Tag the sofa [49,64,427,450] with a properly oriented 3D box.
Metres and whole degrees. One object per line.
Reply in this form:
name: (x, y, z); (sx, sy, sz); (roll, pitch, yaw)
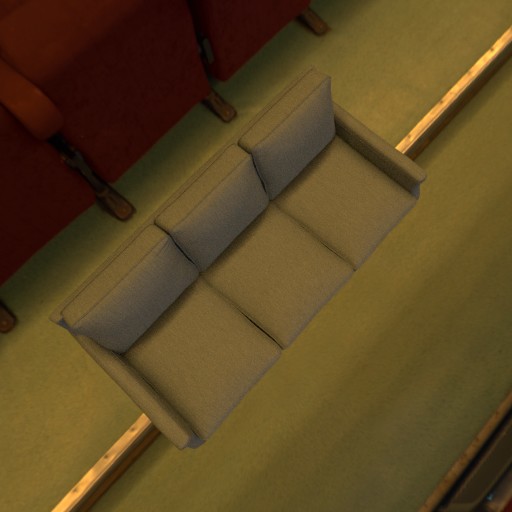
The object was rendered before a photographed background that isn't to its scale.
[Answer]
sofa: (0.000, 0.000, 2.822); (1.084, 1.003, 2.246); (42, 79, 10)
